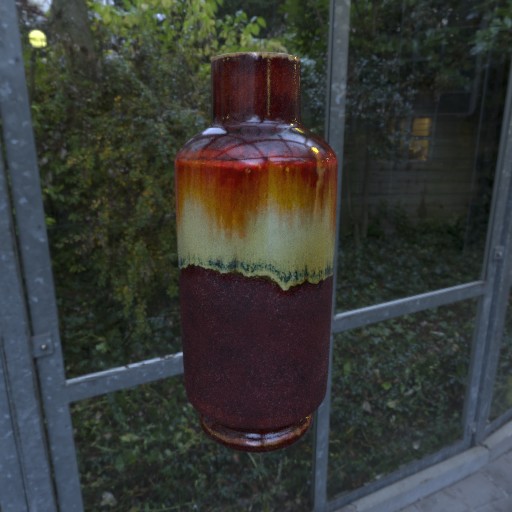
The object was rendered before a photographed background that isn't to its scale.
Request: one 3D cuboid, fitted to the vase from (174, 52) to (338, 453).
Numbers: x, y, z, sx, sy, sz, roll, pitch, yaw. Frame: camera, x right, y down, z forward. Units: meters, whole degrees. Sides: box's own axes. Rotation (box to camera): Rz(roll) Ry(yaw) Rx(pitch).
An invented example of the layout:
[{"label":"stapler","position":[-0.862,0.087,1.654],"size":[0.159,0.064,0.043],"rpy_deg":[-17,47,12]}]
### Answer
[{"label":"vase","position":[0.000,0.000,0.318],"size":[0.111,0.261,0.111],"rpy_deg":[0,15,0]}]
